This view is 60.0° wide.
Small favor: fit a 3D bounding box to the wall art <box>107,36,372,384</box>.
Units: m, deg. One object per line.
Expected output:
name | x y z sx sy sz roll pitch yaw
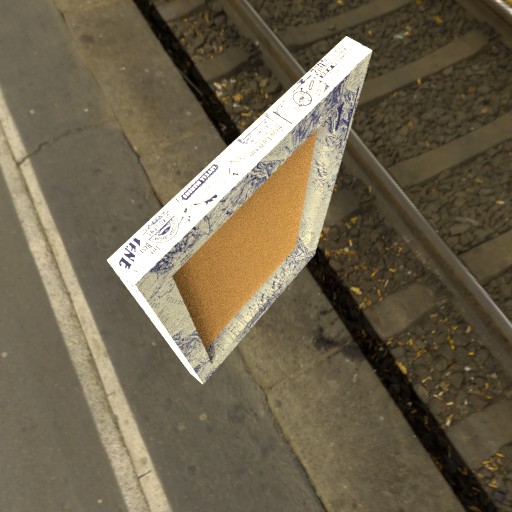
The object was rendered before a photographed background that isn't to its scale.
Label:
wall art | 0.000 0.000 0.479 0.025 0.376 0.255 37 70 16
